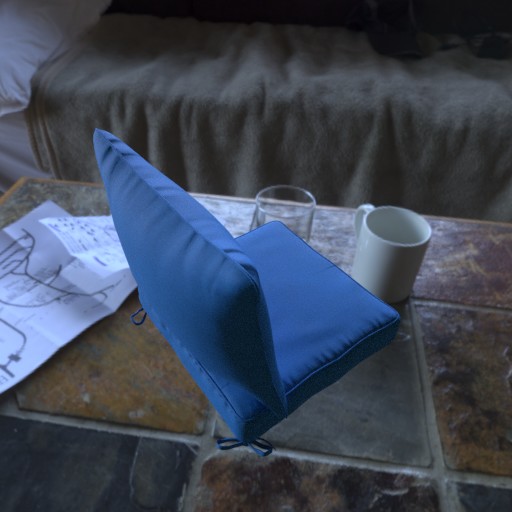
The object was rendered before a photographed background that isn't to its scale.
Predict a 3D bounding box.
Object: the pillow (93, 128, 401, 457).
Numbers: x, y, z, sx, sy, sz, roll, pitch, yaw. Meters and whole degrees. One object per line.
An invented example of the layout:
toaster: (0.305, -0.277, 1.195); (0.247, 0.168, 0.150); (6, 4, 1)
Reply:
pillow: (0.000, 0.000, 1.371); (0.733, 0.725, 0.798); (-26, 47, -26)
